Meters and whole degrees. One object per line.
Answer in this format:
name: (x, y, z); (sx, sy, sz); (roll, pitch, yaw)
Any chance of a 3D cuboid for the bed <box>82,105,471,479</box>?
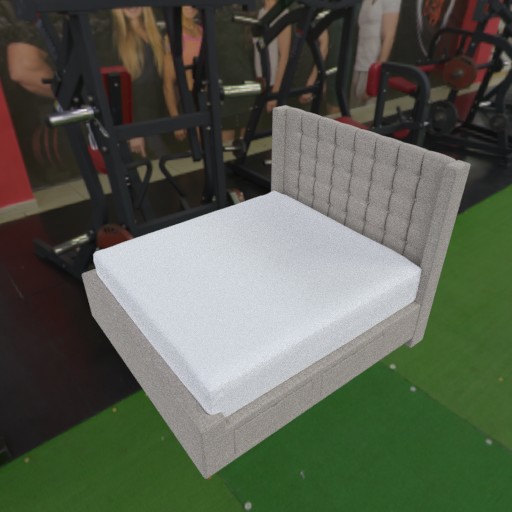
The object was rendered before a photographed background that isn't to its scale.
bed: (0.000, 0.000, 3.742); (2.372, 1.748, 2.044); (-22, 39, -31)
